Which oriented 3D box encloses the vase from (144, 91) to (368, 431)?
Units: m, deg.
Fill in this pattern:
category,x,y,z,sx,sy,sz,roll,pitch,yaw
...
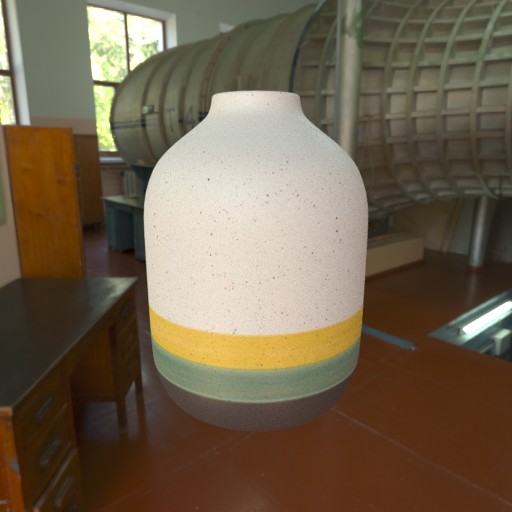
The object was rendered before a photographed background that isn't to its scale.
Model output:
category,x,y,z,sx,sy,sz,roll,pitch,yaw
vase,0.000,0.000,0.351,0.169,0.240,0.169,0,14,0
